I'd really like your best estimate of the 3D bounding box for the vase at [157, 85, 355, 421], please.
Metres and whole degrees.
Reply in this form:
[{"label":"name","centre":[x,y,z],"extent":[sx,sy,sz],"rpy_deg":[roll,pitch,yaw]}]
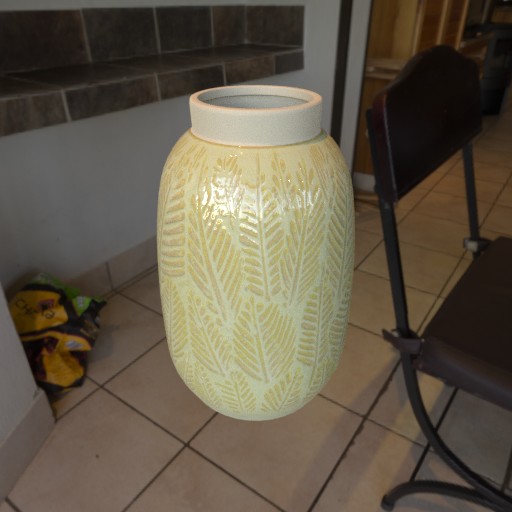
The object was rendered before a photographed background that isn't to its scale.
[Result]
[{"label":"vase","centre":[0.000,0.000,0.391],"extent":[0.172,0.270,0.172],"rpy_deg":[0,30,0]}]
